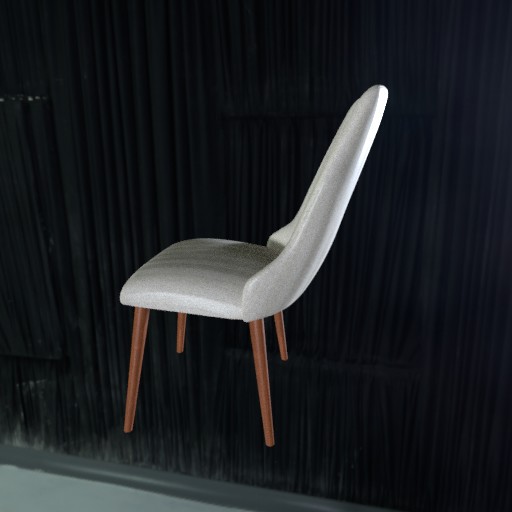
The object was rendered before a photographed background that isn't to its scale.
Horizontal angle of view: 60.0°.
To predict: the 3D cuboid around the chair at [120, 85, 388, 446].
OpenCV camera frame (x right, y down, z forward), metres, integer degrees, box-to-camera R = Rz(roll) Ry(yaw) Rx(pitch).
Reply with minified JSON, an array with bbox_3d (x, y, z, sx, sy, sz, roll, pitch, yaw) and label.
[{"bbox_3d":[0.000,0.000,1.312,0.684,0.917,0.526,2,15,8],"label":"chair"}]
